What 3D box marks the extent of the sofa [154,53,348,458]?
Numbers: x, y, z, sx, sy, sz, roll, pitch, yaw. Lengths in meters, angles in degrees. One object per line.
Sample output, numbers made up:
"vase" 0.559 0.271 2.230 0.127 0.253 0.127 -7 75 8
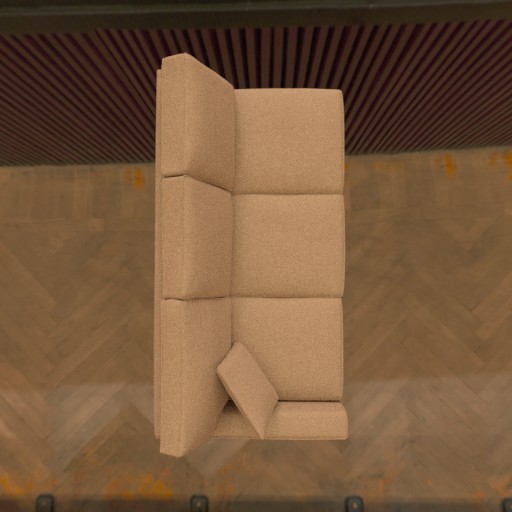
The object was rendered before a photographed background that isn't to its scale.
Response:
"sofa" 0.000 0.000 2.550 1.034 0.946 1.962 0 88 2
